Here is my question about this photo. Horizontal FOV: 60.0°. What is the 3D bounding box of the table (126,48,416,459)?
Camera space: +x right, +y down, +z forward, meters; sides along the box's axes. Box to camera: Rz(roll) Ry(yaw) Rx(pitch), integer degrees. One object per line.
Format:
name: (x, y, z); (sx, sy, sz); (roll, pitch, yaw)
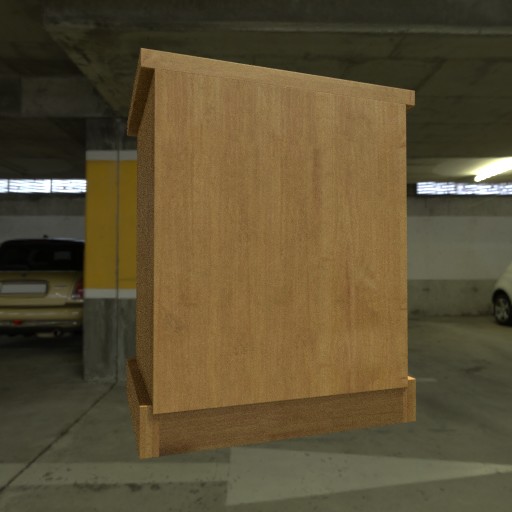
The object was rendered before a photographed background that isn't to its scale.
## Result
table: (0.000, 0.000, 1.217); (0.660, 0.813, 0.500); (0, -1, -19)
